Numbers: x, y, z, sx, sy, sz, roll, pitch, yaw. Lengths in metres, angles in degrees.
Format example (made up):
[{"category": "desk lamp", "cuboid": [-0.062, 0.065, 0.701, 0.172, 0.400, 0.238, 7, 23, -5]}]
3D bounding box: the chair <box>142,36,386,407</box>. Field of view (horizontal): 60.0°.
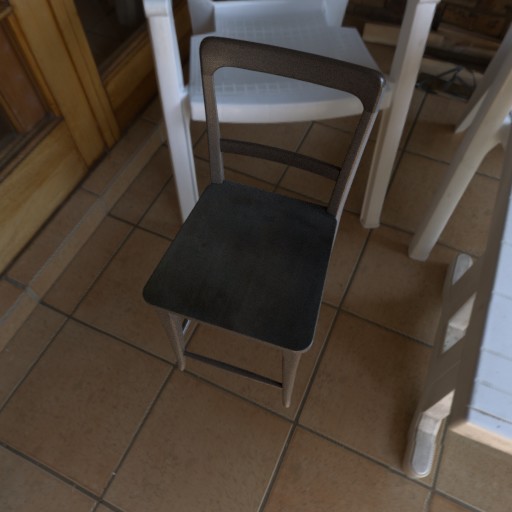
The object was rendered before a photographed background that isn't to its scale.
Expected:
[{"category": "chair", "cuboid": [0.000, 0.000, 1.294, 0.450, 0.991, 0.546, 16, 60, 10]}]
